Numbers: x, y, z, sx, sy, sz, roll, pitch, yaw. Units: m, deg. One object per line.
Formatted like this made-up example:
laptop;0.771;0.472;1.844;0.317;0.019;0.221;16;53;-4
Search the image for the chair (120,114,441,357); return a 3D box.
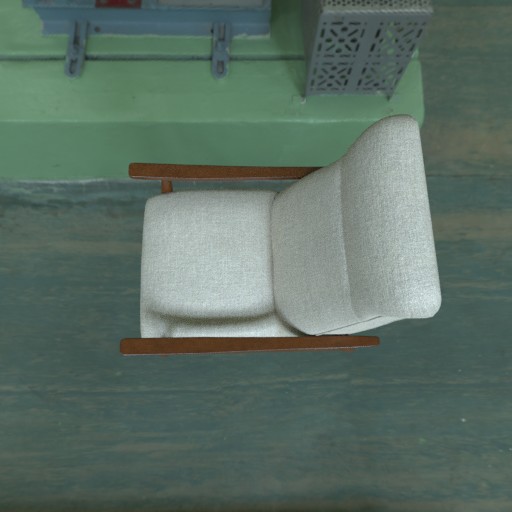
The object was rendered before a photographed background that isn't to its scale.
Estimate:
chair;0.000;0.000;1.786;1.014;1.082;0.762;-1;75;0
